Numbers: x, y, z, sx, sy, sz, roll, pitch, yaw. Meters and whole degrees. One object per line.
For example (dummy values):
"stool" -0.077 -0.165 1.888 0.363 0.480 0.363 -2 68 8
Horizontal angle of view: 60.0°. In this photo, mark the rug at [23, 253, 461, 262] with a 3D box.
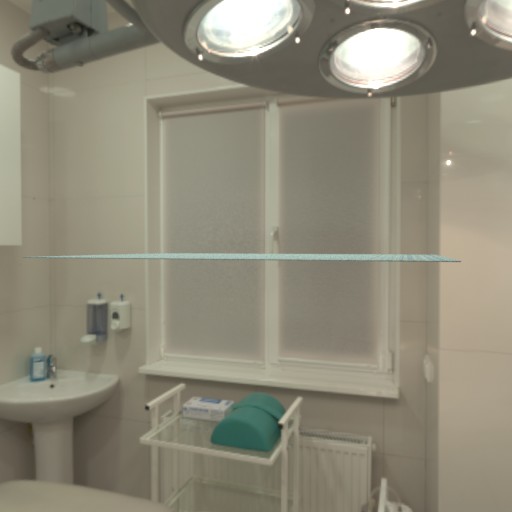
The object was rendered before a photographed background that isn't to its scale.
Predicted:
"rug" 0.000 0.000 3.683 2.895 0.006 1.982 0 1 19
